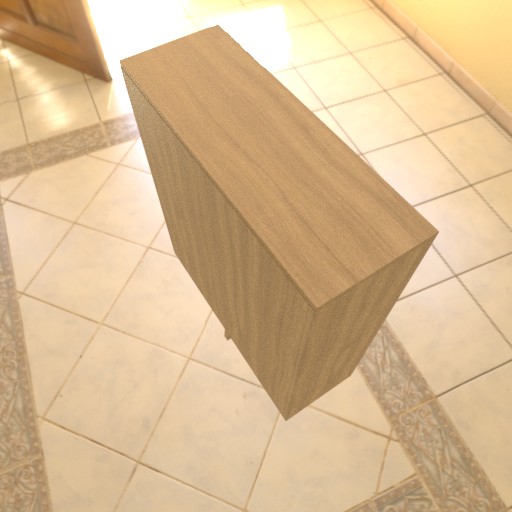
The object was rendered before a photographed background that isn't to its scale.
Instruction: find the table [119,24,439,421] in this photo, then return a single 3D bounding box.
[{"bbox_3d":[0.000,0.000,1.914,0.398,1.388,1.111,-29,63,-17],"label":"table"}]
